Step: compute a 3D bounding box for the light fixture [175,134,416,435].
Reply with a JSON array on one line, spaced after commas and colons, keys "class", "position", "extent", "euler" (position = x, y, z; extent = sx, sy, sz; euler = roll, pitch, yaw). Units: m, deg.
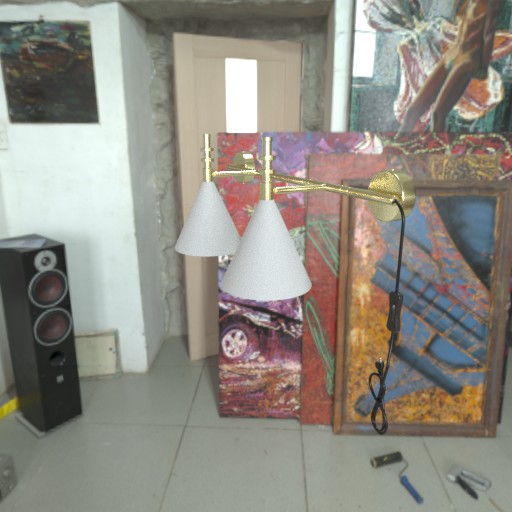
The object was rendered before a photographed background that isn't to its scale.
[{"class": "light fixture", "position": [0.000, 0.000, 0.890], "extent": [0.239, 0.468, 0.642], "euler": [-8, 18, -25]}]
